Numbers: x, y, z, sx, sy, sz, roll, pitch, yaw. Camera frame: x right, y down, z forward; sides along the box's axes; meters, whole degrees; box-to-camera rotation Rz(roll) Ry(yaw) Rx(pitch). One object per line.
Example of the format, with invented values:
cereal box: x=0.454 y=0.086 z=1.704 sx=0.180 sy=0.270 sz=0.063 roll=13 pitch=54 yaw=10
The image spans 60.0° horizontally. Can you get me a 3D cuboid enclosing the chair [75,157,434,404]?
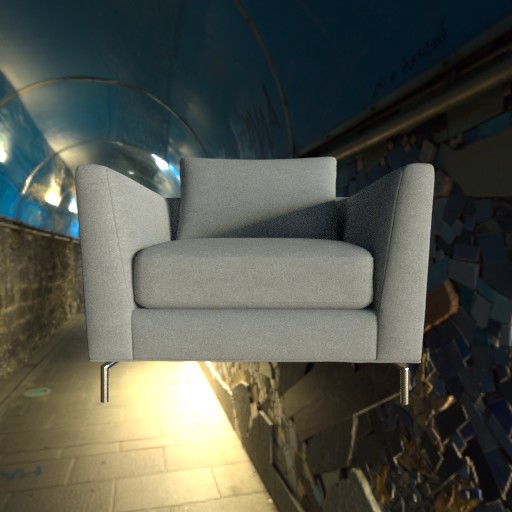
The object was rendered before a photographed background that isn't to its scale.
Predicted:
chair: x=0.000 y=0.000 z=1.691 sx=1.041 sy=0.864 sz=0.889 roll=0 pitch=0 yaw=1
